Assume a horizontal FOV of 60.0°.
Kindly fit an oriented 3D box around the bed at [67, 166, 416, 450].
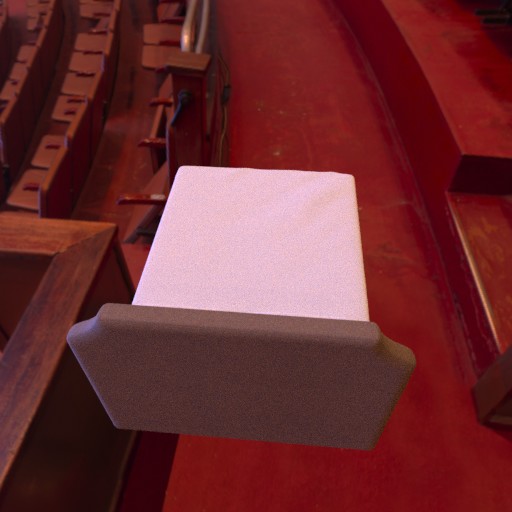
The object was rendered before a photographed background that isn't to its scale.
[{"bbox_3d":[0.000,0.000,3.131,1.693,1.290,2.116,4,47,3],"label":"bed"}]
